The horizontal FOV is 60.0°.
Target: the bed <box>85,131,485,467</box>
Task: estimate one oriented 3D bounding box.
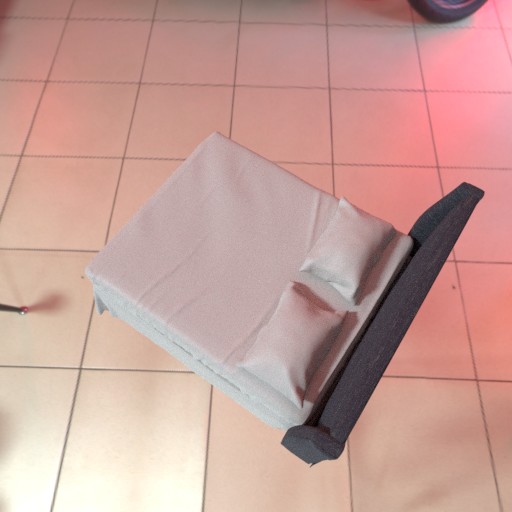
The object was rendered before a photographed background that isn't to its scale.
[{"bbox_3d":[0.000,0.000,3.332,2.276,1.332,1.925,32,68,15],"label":"bed"}]
